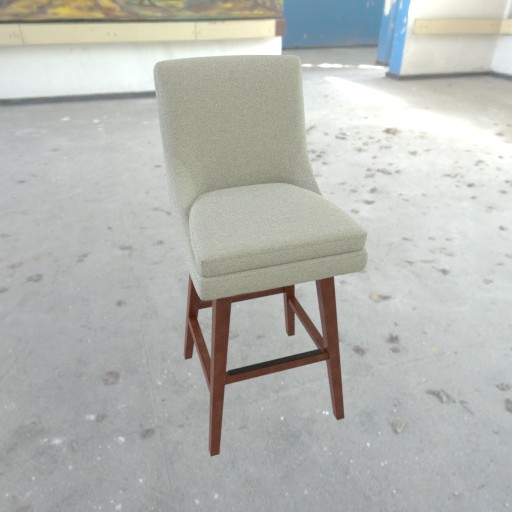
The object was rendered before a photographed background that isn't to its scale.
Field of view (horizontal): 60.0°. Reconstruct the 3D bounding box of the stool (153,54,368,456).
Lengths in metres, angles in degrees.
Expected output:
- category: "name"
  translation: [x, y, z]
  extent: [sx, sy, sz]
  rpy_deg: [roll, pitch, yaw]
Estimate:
- category: "stool"
  translation: [0.000, 0.000, 1.386]
  extent: [0.470, 1.092, 0.559]
  rpy_deg: [-10, 32, -15]
